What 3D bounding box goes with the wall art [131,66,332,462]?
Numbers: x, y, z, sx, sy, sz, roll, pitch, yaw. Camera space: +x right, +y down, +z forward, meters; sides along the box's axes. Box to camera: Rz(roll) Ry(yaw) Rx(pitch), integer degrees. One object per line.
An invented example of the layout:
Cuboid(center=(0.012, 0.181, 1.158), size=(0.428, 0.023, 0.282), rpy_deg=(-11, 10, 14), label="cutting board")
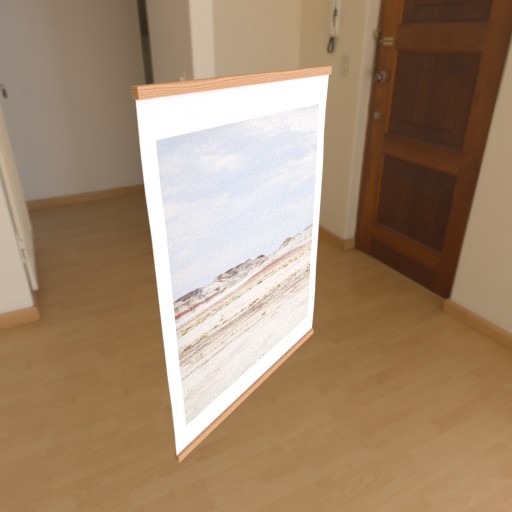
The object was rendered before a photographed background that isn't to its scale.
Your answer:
Cuboid(center=(0.000, 0.000, 0.794), size=(0.011, 0.605, 0.458), rpy_deg=(18, 32, 32), label="wall art")
